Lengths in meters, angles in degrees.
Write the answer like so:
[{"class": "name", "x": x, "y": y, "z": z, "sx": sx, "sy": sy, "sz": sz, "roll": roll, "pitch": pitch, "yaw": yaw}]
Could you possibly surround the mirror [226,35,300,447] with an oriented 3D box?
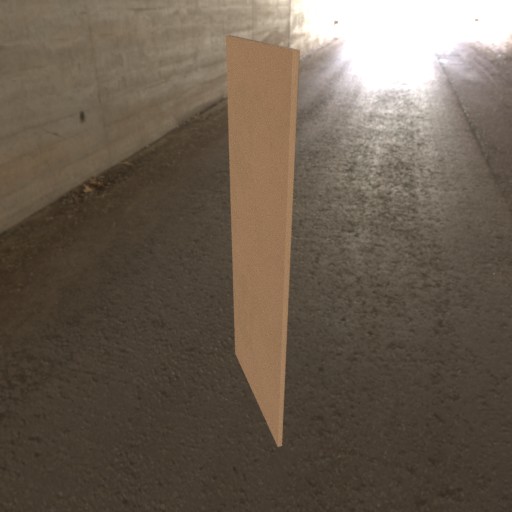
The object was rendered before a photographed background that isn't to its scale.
[{"class": "mirror", "x": 0.000, "y": 0.000, "z": 2.325, "sx": 0.026, "sy": 2.031, "sz": 0.812, "roll": -10, "pitch": 31, "yaw": -17}]
